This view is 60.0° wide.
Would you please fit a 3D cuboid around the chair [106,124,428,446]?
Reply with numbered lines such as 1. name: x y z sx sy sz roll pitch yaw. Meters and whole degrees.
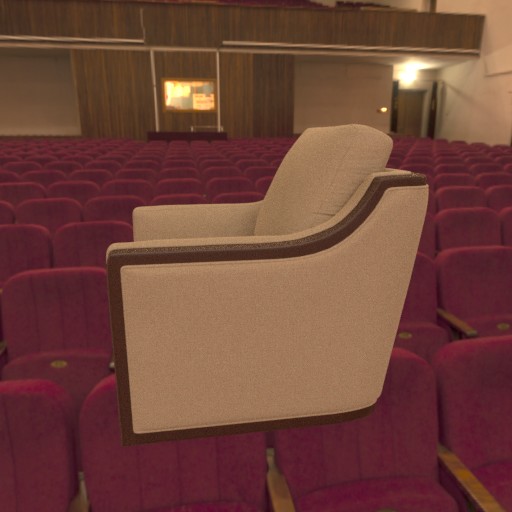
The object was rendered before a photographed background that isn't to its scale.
1. chair: 0.000 0.000 1.649 0.950 0.930 0.870 -2 15 -9
